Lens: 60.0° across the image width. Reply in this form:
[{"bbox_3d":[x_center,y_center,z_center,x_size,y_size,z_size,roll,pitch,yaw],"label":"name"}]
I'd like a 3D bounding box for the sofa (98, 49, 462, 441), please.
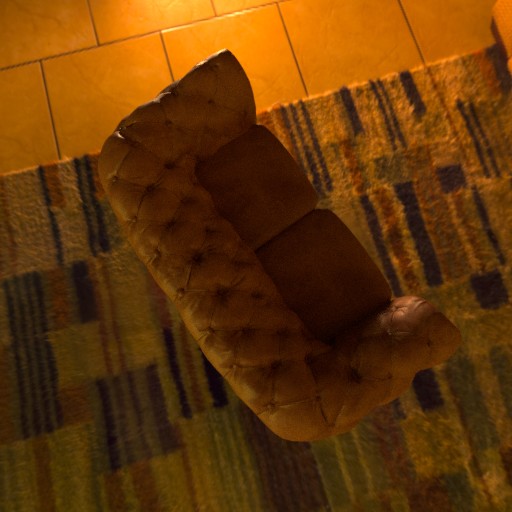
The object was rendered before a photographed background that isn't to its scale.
[{"bbox_3d":[0.000,0.000,2.525,1.042,0.877,1.979,-35,80,-7],"label":"sofa"}]
